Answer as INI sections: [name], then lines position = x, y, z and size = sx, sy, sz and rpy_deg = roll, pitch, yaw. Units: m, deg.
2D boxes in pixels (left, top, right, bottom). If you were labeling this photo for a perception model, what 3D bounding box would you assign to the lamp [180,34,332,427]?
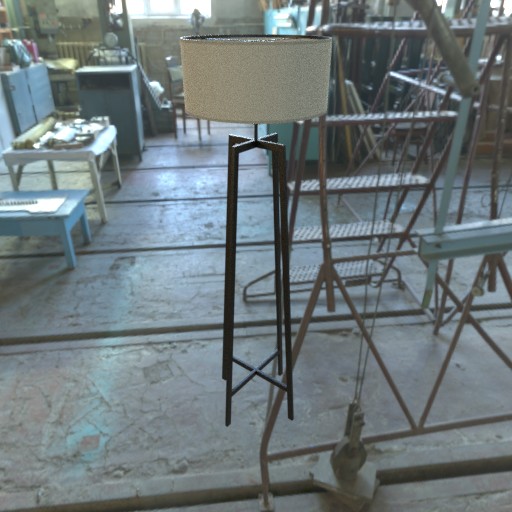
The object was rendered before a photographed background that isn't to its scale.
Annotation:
[lamp]
position = 0.000, 0.000, 1.706
size = 0.457, 1.510, 0.456
rpy_deg = 21, 35, 33
